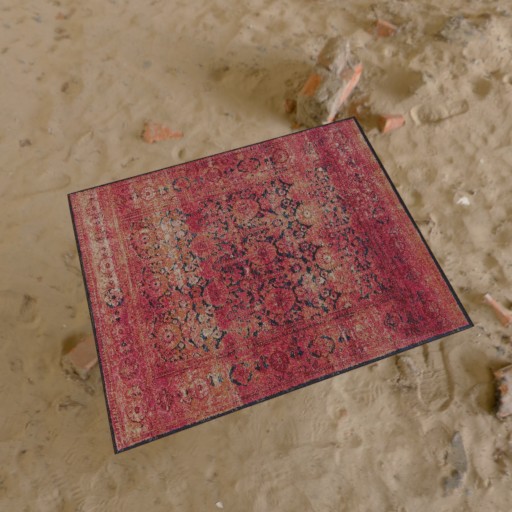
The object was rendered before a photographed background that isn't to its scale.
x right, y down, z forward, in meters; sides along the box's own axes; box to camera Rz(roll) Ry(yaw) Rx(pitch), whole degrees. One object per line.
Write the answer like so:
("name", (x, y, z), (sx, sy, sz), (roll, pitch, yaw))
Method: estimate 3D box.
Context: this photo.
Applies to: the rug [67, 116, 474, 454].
("rug", (0.000, 0.000, 3.976), (3.032, 0.020, 2.411), (-17, 66, -8))
